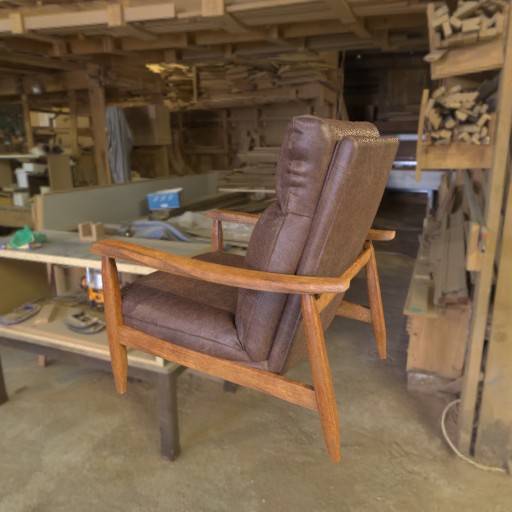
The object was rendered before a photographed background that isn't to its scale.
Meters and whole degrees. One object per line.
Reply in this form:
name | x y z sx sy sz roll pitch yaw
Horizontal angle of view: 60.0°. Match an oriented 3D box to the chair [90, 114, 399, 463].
chair | 0.000 0.000 1.531 0.830 0.897 0.782 7 17 25
